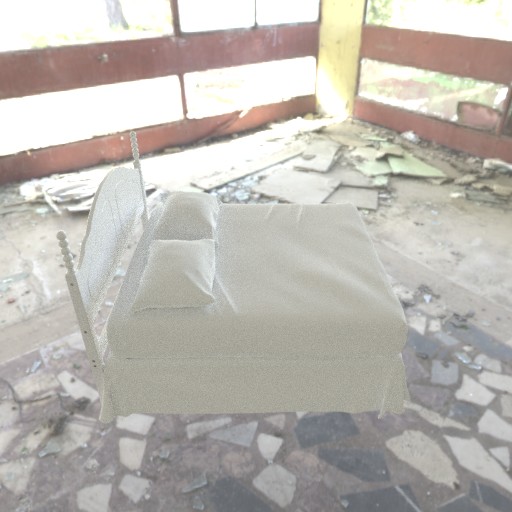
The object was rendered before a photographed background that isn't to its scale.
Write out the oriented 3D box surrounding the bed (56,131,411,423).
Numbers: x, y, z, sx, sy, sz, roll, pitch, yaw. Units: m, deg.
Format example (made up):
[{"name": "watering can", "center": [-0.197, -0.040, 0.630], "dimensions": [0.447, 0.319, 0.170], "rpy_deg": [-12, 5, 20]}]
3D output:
[{"name": "bed", "center": [0.000, 0.000, 3.263], "dimensions": [2.040, 1.356, 1.873], "rpy_deg": [0, 33, 0]}]
